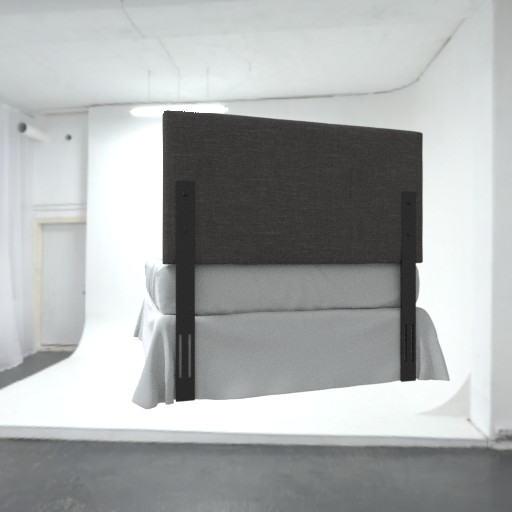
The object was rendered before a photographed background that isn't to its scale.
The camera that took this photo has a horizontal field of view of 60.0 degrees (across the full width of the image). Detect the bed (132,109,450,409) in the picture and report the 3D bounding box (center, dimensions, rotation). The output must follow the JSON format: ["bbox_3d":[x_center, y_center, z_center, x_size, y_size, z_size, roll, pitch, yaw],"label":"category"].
[{"bbox_3d":[0.000,0.000,3.563,1.936,1.577,2.222,0,0,-16],"label":"bed"}]
